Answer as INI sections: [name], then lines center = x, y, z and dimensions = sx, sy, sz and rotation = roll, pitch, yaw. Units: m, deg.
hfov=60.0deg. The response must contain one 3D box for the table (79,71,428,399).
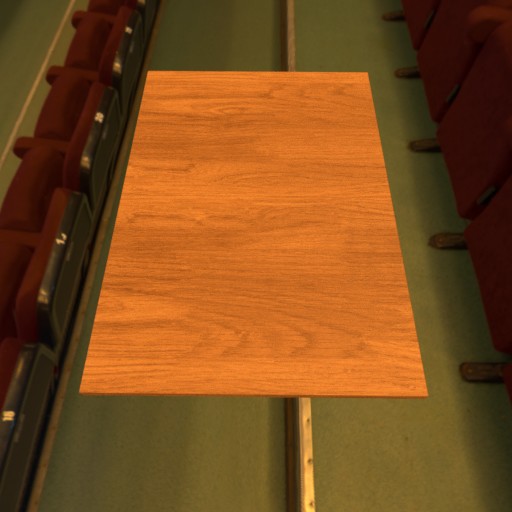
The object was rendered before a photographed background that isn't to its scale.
[table]
center = 0.000, 0.000, 1.806
dimensions = 0.900, 0.770, 1.300
rotation = 1, 59, 0
